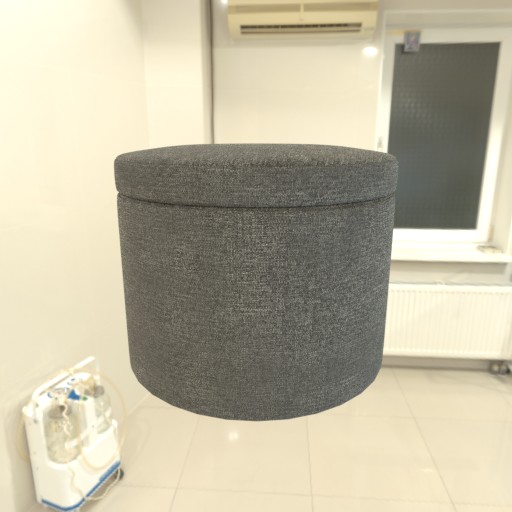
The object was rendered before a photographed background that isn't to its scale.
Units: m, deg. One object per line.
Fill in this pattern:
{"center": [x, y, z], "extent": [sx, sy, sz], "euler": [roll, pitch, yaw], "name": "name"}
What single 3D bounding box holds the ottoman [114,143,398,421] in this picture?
{"center": [0.000, 0.000, 0.858], "extent": [0.500, 0.419, 0.500], "euler": [0, 15, 0], "name": "ottoman"}
